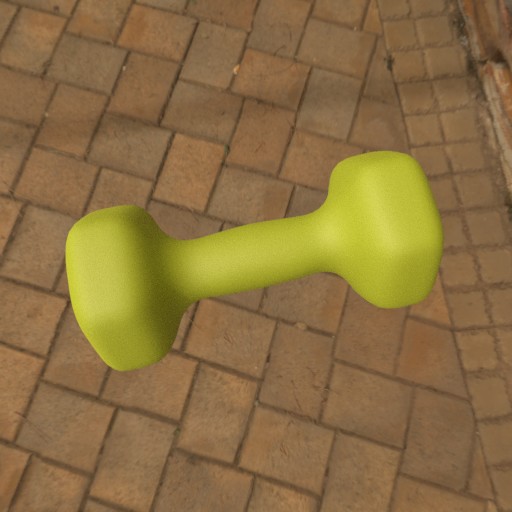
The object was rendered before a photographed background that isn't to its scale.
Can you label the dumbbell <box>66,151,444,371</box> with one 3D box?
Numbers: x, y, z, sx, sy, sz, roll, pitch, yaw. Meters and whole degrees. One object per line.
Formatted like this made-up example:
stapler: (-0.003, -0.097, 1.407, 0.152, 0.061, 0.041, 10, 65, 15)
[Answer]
dumbbell: (0.000, 0.000, 0.213, 0.164, 0.072, 0.080, -12, 76, -3)
